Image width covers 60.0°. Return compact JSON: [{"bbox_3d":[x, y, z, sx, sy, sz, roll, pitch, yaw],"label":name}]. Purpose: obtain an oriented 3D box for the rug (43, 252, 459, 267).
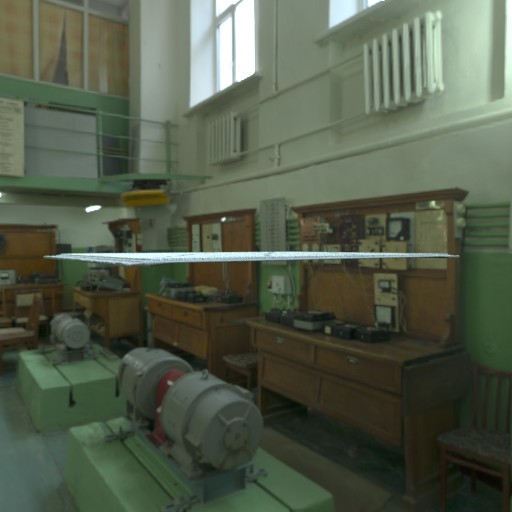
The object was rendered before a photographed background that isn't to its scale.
[{"bbox_3d":[0.000,0.000,2.902,2.307,0.031,1.494,-1,1,-36],"label":"rug"}]
